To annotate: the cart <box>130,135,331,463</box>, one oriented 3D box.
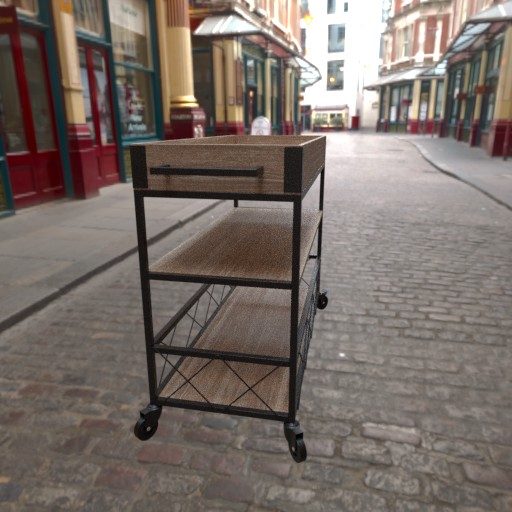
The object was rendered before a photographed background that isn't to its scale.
[{"bbox_3d":[0.000,0.000,1.536,0.500,0.787,1.101,3,17,11],"label":"cart"}]
